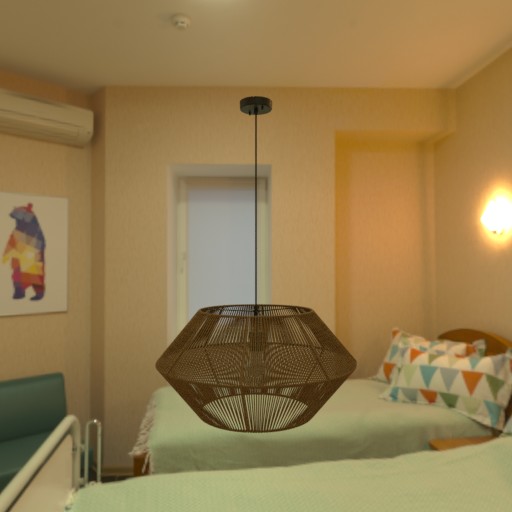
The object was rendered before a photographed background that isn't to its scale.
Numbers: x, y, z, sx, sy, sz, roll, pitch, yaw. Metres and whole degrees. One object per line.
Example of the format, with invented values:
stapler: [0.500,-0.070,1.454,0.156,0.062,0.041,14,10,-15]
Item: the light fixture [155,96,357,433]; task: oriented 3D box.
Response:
light fixture: [0.000,0.000,1.446,0.643,1.009,0.643,0,-1,0]
